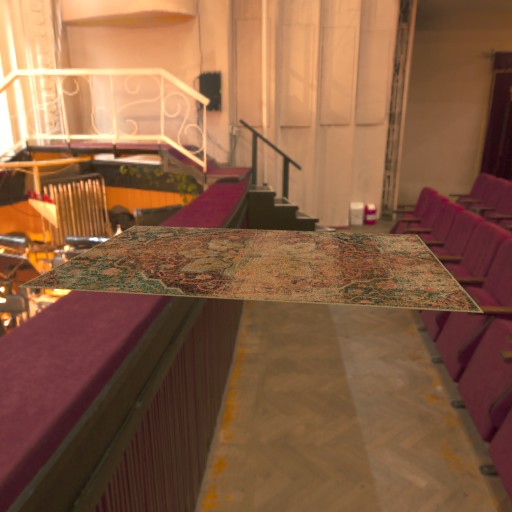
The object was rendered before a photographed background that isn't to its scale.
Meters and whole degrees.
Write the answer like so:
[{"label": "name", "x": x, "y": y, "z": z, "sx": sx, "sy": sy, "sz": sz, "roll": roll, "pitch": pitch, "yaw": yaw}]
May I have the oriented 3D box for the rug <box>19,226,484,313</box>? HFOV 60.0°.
[{"label": "rug", "x": 0.000, "y": 0.000, "z": 2.919, "sx": 2.363, "sy": 0.004, "sz": 1.566, "roll": 3, "pitch": 17, "yaw": 9}]
